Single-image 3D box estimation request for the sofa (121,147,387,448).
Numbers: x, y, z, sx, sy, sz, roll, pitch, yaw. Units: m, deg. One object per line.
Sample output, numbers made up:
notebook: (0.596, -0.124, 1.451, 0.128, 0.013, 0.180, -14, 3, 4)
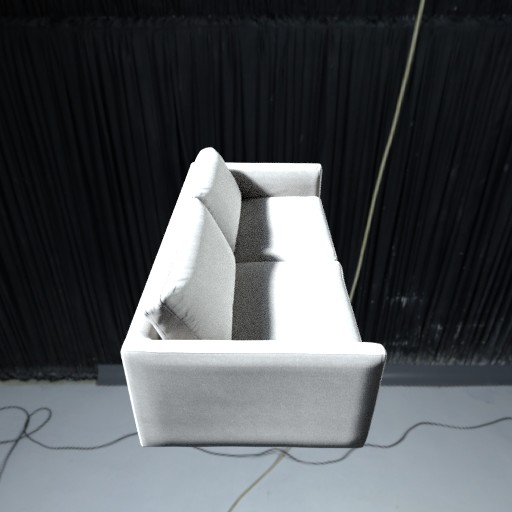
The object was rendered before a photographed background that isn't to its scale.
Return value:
sofa: (0.000, 0.000, 2.842, 1.090, 0.838, 2.588, 0, 31, 0)
